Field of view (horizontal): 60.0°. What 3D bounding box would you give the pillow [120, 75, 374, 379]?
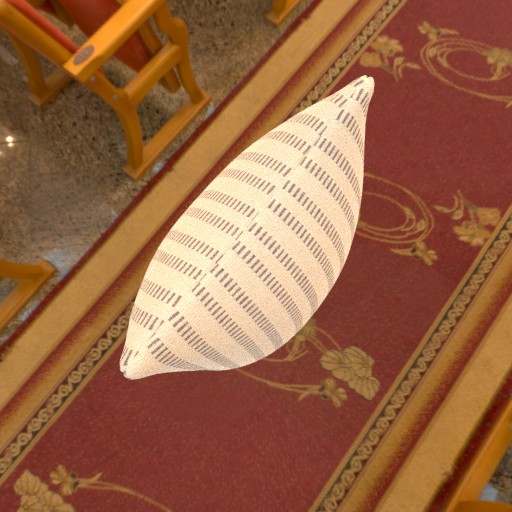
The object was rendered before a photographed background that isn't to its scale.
[{"bbox_3d":[0.000,0.000,0.679,0.247,0.419,0.438,38,80,8],"label":"pillow"}]
